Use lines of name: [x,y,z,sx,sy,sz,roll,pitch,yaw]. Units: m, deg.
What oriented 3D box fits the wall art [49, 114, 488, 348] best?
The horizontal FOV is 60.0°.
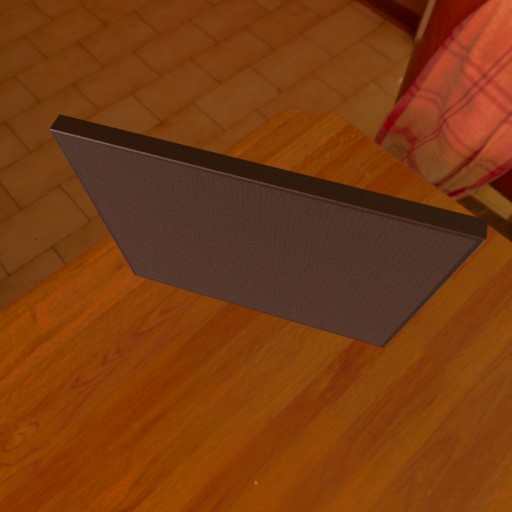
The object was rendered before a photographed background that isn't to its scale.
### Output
wall art: [0.000,0.000,0.752,0.559,0.458,0.029,15,64,8]
